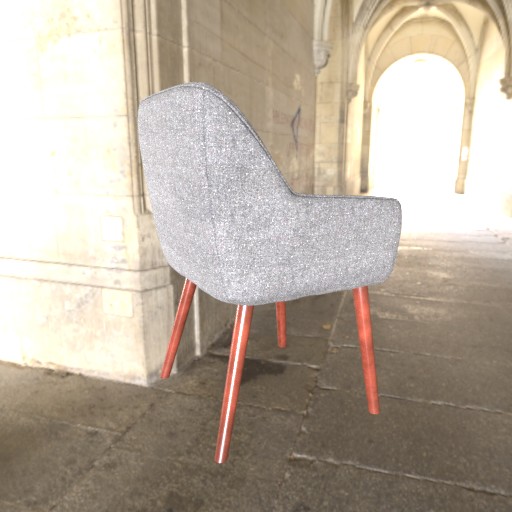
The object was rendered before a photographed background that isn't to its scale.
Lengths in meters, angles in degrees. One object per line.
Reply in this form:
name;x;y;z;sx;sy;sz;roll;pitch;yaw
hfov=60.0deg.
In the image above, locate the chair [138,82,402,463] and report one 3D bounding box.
chair;0.000;0.000;1.183;0.519;0.803;0.543;-7;15;-27
